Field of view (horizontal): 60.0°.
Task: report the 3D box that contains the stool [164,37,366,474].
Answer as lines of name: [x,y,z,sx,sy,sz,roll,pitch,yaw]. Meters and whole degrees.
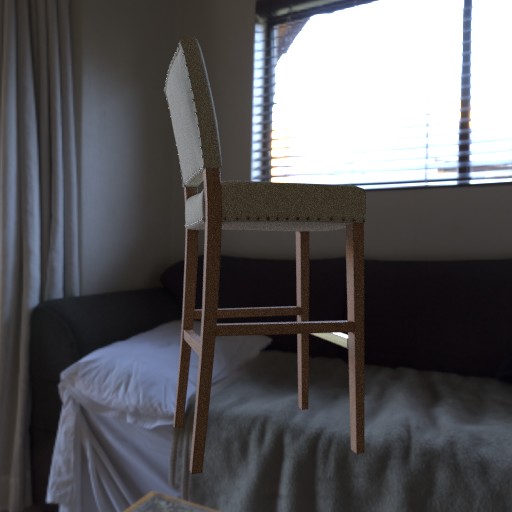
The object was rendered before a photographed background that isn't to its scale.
stool: [0.000,0.000,1.401,0.546,1.143,0.428,0,0,-18]
